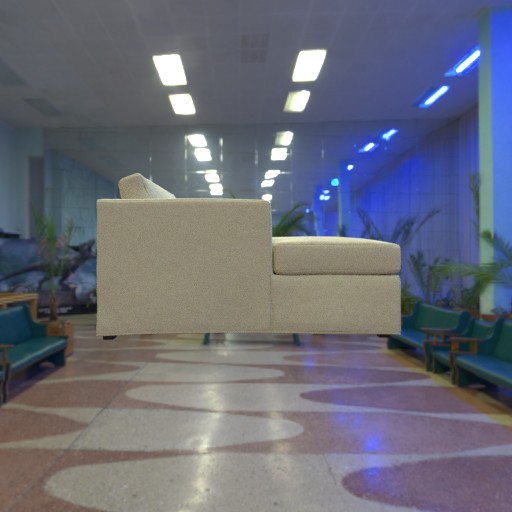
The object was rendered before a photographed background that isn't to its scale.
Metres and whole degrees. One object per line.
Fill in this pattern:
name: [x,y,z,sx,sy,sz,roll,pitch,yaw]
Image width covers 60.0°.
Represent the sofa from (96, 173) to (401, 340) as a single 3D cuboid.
sofa: [0.000,0.000,3.882,1.650,0.922,3.205,0,-1,1]
